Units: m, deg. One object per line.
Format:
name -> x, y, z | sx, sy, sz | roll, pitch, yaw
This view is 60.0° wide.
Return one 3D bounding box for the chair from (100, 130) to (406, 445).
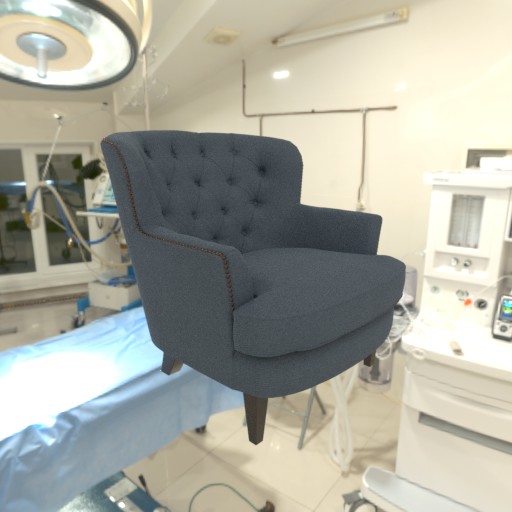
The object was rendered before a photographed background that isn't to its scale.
chair -> 0.000, 0.000, 1.566 | 0.906, 0.868, 0.848 | 14, 20, 42
